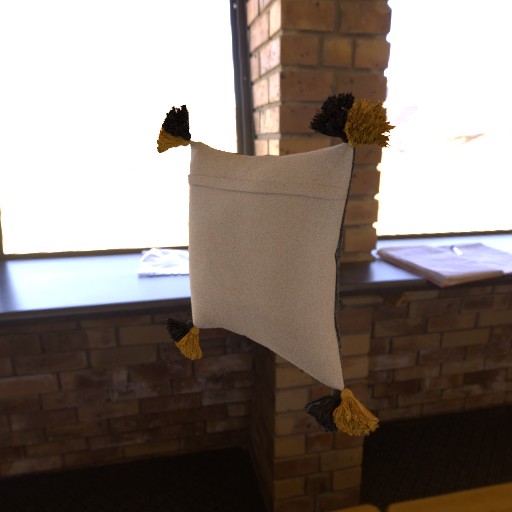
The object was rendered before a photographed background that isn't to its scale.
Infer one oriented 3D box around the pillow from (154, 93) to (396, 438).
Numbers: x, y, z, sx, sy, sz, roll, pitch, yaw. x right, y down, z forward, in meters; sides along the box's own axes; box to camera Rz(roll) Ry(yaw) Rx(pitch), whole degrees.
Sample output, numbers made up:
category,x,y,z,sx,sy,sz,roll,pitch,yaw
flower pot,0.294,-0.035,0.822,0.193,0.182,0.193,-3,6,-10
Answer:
category,x,y,z,sx,sy,sz,roll,pitch,yaw
pillow,0.000,0.000,0.973,0.139,0.659,0.654,-14,20,-42
